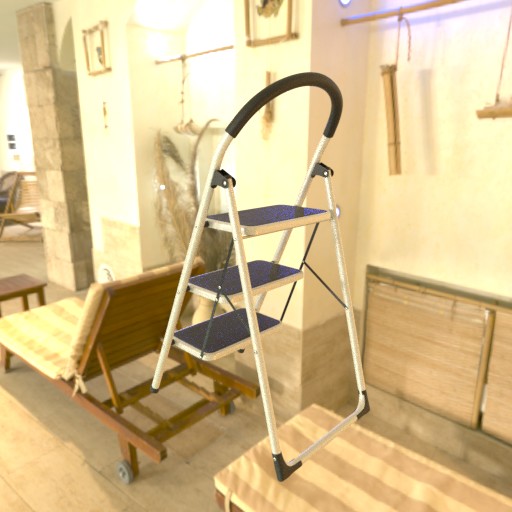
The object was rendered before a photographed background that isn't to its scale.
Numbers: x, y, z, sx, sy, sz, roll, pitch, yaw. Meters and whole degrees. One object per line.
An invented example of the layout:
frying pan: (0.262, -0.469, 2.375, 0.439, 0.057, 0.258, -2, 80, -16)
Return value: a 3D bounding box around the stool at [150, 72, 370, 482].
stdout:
stool: (0.000, 0.000, 1.490, 0.676, 1.109, 0.485, 14, 21, 43)
